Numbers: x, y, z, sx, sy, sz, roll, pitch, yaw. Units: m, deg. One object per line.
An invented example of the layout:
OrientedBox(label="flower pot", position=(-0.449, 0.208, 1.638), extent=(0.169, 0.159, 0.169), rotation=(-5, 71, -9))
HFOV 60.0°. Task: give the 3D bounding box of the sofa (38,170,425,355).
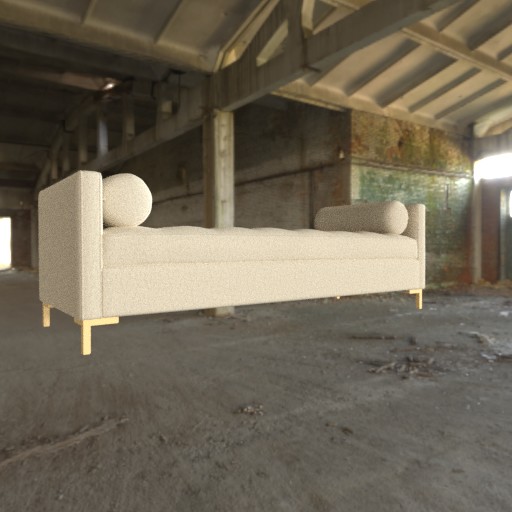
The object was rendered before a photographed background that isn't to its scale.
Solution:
OrientedBox(label="sofa", position=(0.000, 0.000, 2.346), extent=(1.985, 0.641, 0.746), rotation=(-1, 1, -36))
